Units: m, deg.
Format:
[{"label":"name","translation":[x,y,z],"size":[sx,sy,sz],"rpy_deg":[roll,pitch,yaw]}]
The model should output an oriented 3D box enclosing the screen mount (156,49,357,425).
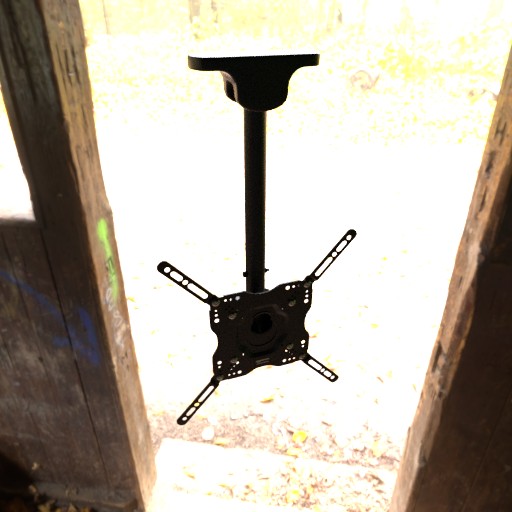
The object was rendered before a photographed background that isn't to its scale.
[{"label":"screen mount","translation":[0.000,0.000,0.871],"size":[0.393,0.729,0.090],"rpy_deg":[-10,31,-17]}]
